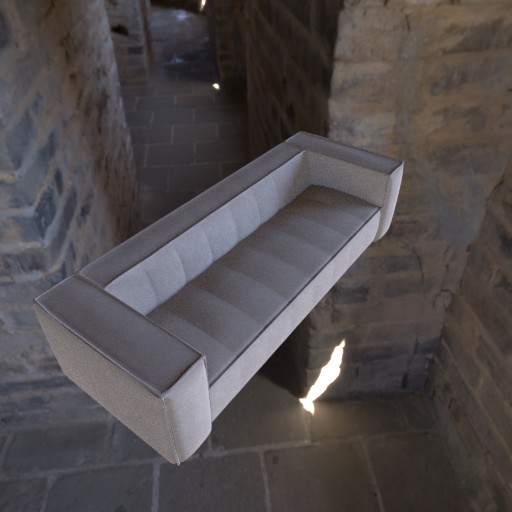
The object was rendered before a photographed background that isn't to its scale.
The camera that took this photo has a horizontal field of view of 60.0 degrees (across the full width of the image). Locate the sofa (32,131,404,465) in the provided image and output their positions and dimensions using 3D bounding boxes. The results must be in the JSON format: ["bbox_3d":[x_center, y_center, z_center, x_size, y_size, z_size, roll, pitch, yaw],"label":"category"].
[{"bbox_3d":[0.000,0.000,3.109,1.038,0.680,2.697,25,46,27],"label":"sofa"}]
